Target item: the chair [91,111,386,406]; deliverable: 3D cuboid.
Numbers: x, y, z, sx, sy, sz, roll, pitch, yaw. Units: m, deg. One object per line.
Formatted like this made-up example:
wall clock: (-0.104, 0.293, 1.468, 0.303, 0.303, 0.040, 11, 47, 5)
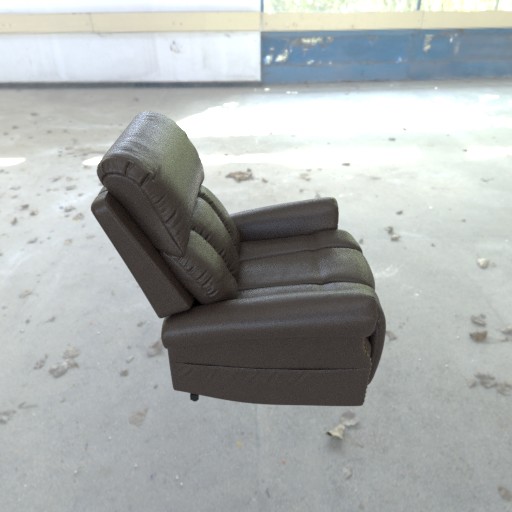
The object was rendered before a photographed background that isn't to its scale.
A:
chair: (0.000, 0.000, 1.773, 0.978, 1.028, 0.869, 0, 32, -1)
